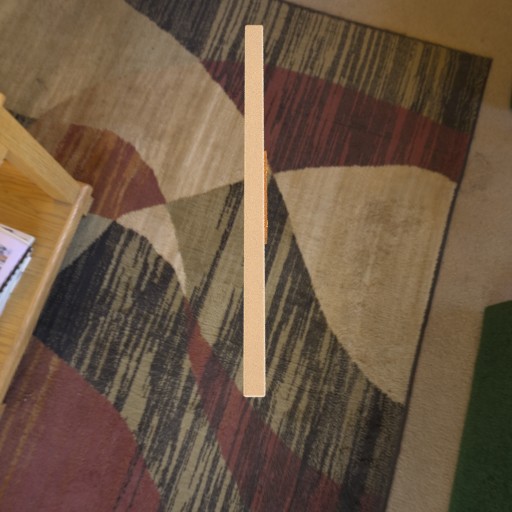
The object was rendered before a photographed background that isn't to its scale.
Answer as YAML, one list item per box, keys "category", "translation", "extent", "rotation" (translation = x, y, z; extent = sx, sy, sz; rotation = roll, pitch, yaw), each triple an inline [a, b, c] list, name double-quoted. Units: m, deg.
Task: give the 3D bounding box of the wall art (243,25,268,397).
- category: "wall art"
  translation: [0.000, 0.000, 1.102]
  extent: [0.036, 0.848, 0.613]
  rotation: [0, 76, 0]
